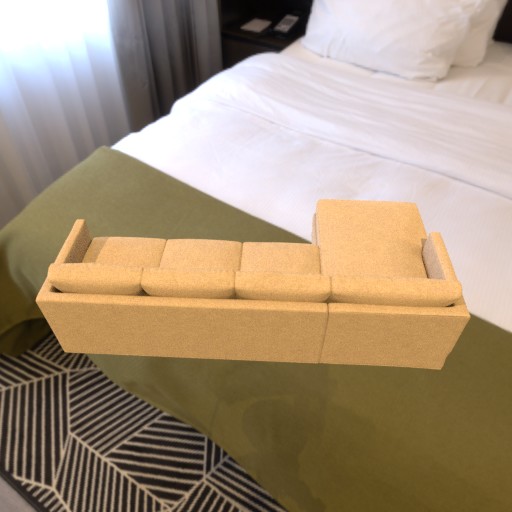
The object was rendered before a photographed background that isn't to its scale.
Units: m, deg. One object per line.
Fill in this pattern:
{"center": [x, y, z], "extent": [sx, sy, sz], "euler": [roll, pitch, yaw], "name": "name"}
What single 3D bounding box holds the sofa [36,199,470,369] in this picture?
{"center": [0.000, 0.000, 3.969], "extent": [3.198, 0.920, 1.638], "euler": [2, 45, 2], "name": "sofa"}
